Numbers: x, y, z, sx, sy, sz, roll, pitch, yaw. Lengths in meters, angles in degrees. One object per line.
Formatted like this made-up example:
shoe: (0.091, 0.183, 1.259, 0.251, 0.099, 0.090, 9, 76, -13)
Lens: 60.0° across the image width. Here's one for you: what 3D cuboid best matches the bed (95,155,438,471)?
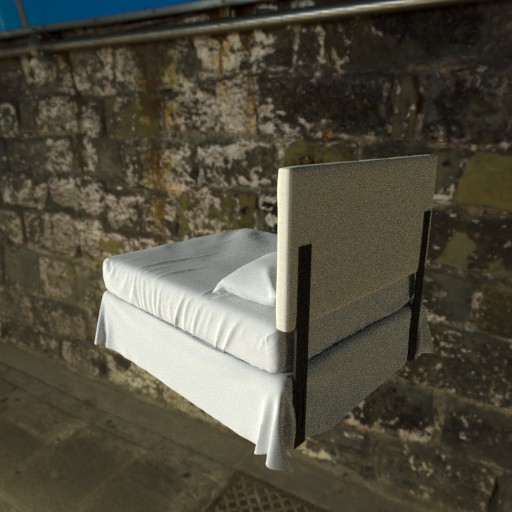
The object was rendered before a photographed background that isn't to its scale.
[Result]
bed: (0.000, 0.000, 3.492, 2.222, 1.577, 1.936, 15, 22, 43)
